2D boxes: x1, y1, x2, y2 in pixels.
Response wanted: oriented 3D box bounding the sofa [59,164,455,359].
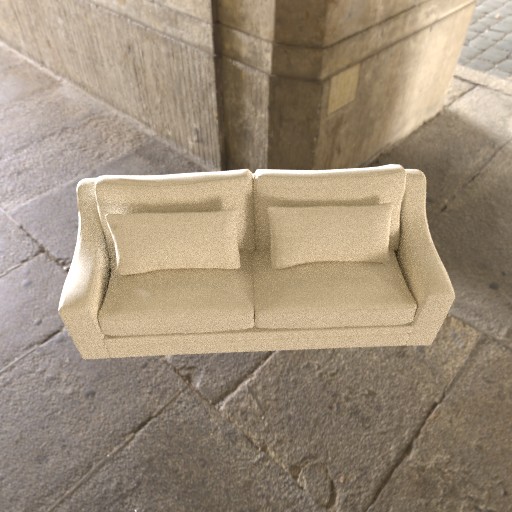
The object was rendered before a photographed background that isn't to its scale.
[{"bbox_3d":[0.000,0.000,3.097,2.470,1.022,1.009,-2,47,-2],"label":"sofa"}]
